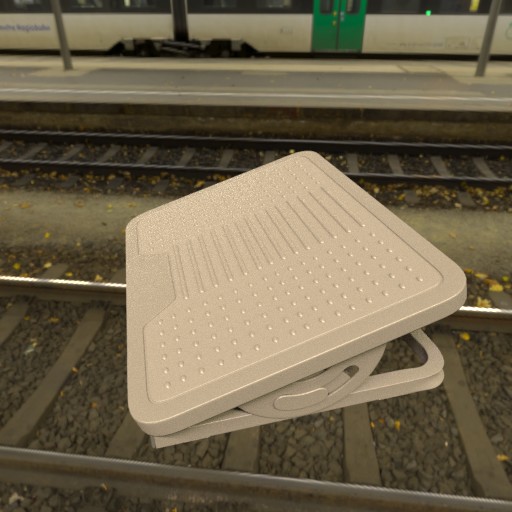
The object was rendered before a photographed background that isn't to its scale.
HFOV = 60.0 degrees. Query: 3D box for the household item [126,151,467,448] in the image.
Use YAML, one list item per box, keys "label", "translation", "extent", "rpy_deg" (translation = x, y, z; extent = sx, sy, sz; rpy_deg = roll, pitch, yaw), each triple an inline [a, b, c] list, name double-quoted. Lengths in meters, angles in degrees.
- label: "household item"
  translation: [0.000, 0.000, 0.517]
  extent: [0.301, 0.126, 0.390]
  rpy_deg: [-7, 31, -13]
